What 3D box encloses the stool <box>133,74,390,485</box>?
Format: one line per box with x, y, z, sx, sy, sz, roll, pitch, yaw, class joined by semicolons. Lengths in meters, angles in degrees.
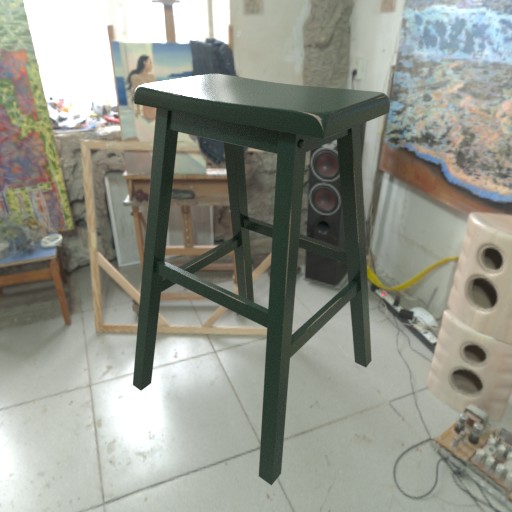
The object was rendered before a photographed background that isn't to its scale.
0.000;0.000;1.033;0.457;0.737;0.476;21;36;33;stool
